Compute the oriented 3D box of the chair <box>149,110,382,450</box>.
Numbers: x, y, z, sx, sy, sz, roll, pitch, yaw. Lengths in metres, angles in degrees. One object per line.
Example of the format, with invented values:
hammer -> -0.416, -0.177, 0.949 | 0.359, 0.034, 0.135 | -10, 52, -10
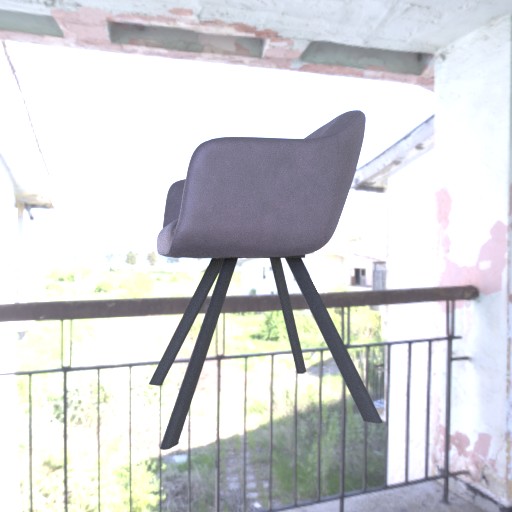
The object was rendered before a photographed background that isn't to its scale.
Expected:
chair -> 0.000, 0.000, 1.199 | 0.544, 0.781, 0.567 | 0, 1, -16
